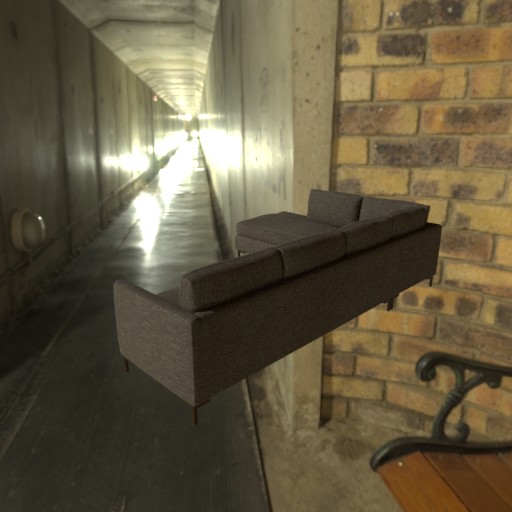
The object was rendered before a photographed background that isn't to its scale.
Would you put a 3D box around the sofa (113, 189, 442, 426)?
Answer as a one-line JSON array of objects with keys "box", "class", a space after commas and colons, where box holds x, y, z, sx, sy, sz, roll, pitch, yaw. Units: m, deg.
[{"box": [0.000, 0.000, 3.860, 2.007, 0.815, 2.949, 17, 24, 42], "class": "sofa"}]
